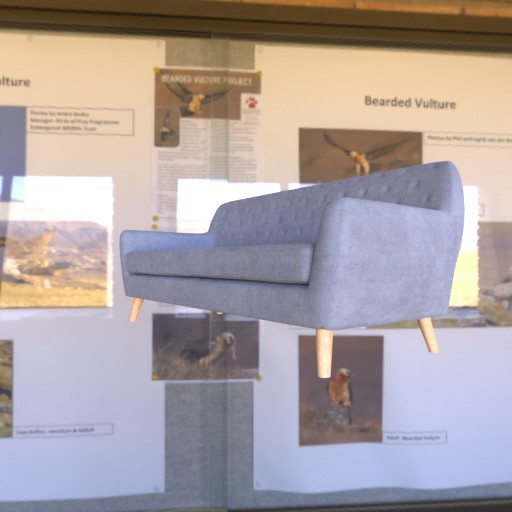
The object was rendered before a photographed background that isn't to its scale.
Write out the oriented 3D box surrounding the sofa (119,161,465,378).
[{"bbox_3d":[0.000,0.000,2.392,0.830,0.830,1.970,0,-1,-37],"label":"sofa"}]
